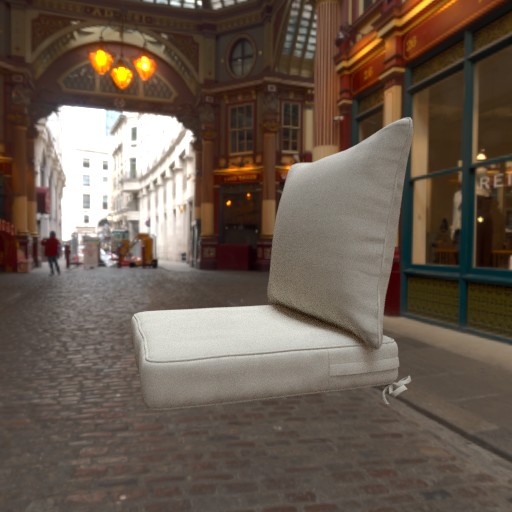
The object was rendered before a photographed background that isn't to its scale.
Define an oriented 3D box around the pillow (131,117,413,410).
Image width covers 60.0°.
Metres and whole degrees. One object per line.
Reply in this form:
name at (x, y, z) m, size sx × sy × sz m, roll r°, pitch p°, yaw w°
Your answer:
pillow at (0.000, 0.000, 1.377) m, size 0.733 × 0.716 × 0.798 m, roll -1°, pitch 2°, yaw -18°
